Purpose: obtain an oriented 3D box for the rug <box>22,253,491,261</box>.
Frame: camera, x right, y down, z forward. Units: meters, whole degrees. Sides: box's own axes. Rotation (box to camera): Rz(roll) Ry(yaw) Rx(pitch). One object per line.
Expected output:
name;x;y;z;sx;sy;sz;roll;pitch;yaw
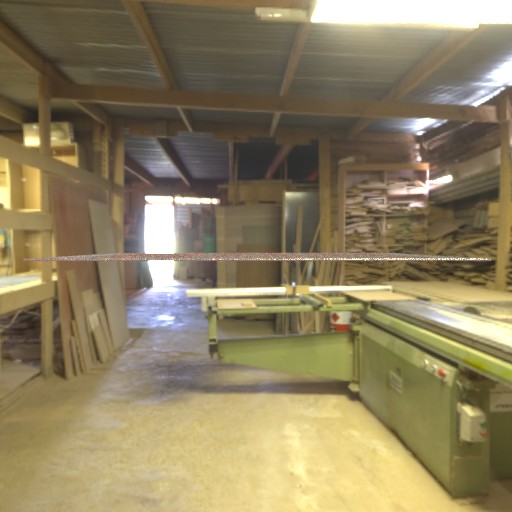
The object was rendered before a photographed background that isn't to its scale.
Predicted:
rug;0.000;0.000;2.324;1.829;0.009;1.219;0;1;-1
